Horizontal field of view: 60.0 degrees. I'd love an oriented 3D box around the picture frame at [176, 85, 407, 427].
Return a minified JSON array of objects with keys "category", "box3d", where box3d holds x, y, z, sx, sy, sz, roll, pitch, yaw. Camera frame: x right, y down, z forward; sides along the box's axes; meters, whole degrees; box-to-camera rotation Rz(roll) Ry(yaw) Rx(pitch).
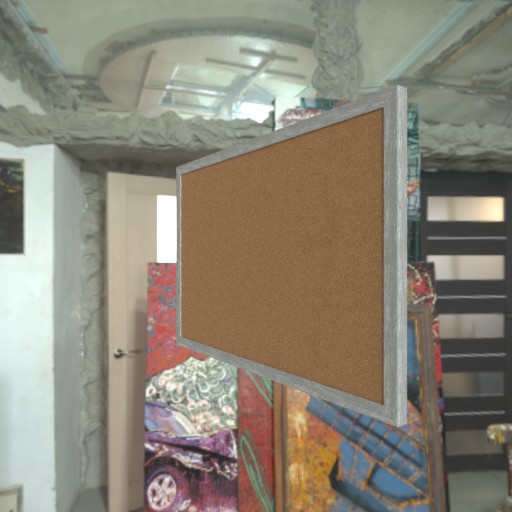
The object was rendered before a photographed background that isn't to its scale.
[{"category":"picture frame","box3d":[0.000,0.000,1.224,0.029,0.640,0.950,0,0,-36]}]
